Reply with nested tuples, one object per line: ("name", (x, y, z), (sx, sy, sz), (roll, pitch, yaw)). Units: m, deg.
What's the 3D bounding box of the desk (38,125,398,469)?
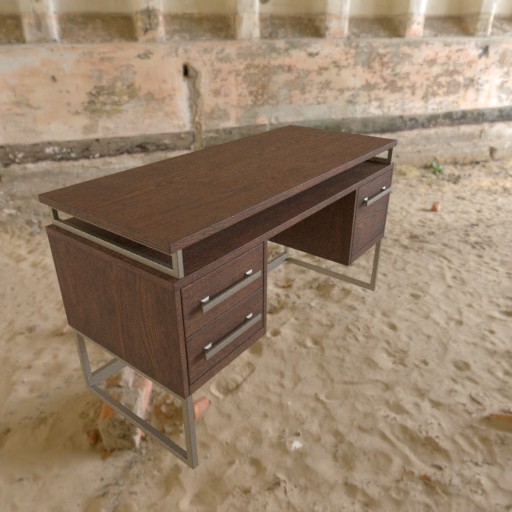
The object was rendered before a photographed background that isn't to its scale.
("desk", (0.000, 0.000, 1.849), (0.610, 0.792, 1.384), (19, 33, 33))
